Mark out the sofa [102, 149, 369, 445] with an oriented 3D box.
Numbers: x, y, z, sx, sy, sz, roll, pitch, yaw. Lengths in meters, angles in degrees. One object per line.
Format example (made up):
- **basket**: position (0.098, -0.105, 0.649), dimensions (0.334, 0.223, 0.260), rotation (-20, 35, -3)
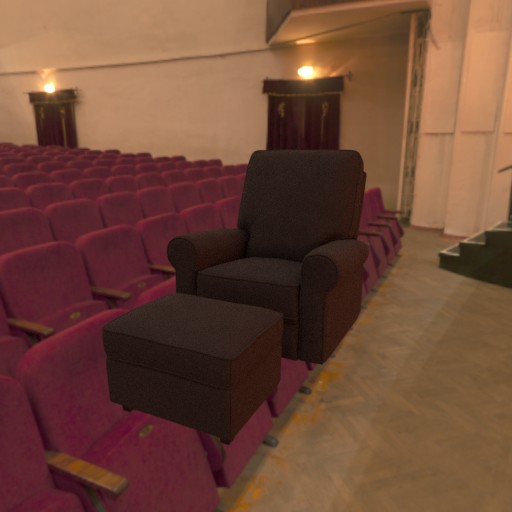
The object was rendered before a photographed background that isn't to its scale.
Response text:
- **sofa**: position (0.000, 0.000, 2.086), dimensions (0.880, 0.959, 1.478), rotation (7, 16, 25)
